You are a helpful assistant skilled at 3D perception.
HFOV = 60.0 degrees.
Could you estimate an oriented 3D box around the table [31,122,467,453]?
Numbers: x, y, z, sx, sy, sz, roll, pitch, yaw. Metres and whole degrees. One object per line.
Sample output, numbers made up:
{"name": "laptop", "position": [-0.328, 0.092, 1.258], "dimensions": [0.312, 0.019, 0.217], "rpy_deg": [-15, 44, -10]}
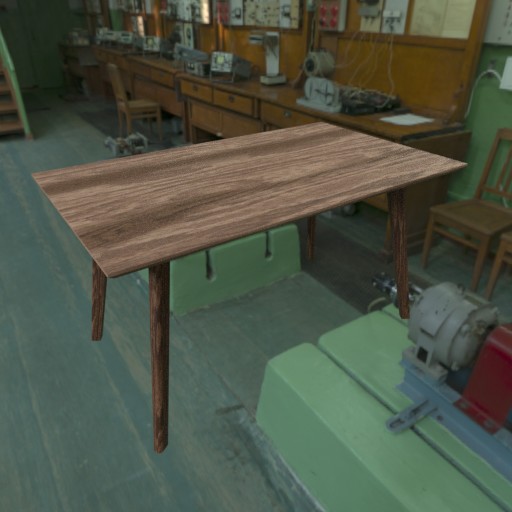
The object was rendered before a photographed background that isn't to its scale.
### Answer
{"name": "table", "position": [0.000, 0.000, 1.770], "dimensions": [1.349, 0.724, 0.801], "rpy_deg": [-19, 35, -30]}
